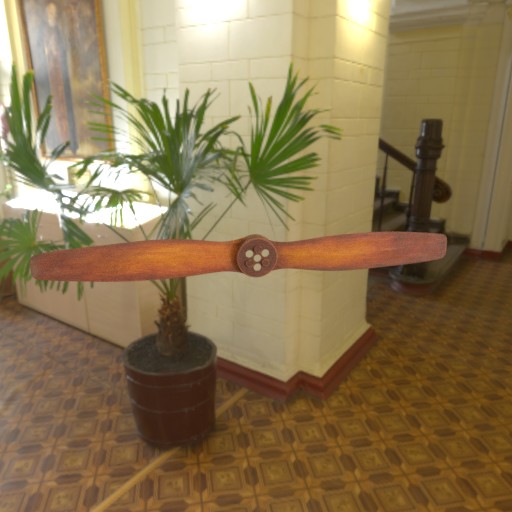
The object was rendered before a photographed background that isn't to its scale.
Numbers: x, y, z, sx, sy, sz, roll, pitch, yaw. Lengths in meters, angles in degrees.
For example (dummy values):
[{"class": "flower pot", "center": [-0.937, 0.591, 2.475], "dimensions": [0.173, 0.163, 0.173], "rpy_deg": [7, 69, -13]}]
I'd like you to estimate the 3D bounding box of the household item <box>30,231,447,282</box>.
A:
[{"class": "household item", "center": [0.000, 0.000, 1.245], "dimensions": [1.181, 0.121, 0.051], "rpy_deg": [-3, 17, -10]}]
